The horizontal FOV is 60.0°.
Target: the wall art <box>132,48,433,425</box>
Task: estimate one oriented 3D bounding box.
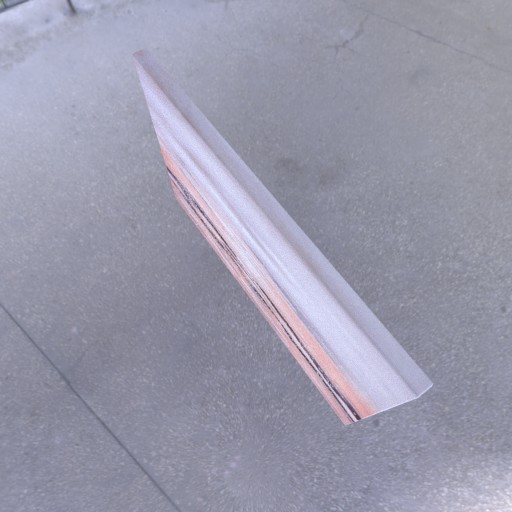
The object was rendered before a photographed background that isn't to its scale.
[{"bbox_3d":[0.000,0.000,1.122,0.038,0.609,0.913,-33,69,-14],"label":"wall art"}]
